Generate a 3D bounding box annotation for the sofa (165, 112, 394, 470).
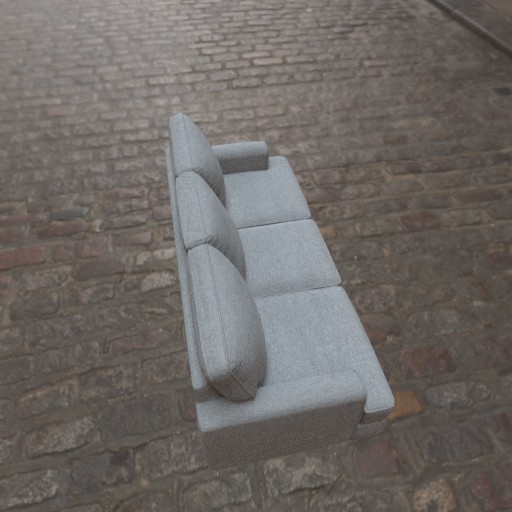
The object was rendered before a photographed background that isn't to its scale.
[{"bbox_3d":[0.000,0.000,2.724,0.951,0.965,2.158,-8,47,-8],"label":"sofa"}]
